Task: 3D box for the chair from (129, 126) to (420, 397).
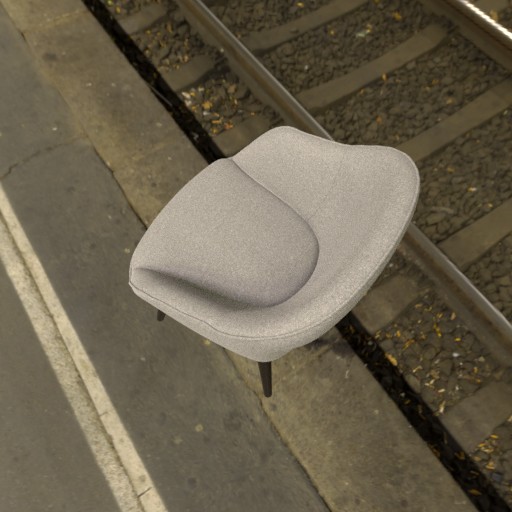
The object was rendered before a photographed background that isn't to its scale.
[{"bbox_3d":[0.000,0.000,1.222,0.611,0.810,0.589,32,68,14],"label":"chair"}]
